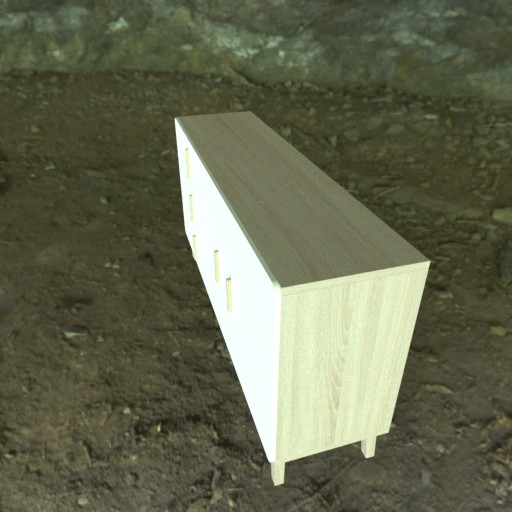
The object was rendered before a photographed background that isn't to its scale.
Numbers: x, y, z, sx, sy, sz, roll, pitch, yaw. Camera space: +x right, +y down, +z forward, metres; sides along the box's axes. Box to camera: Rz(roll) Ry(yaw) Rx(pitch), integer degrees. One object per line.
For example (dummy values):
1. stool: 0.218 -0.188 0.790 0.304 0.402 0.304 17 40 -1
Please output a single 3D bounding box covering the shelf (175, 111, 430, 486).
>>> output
1. shelf: 0.000 0.000 1.802 0.400 0.780 1.490 -9 33 -15
